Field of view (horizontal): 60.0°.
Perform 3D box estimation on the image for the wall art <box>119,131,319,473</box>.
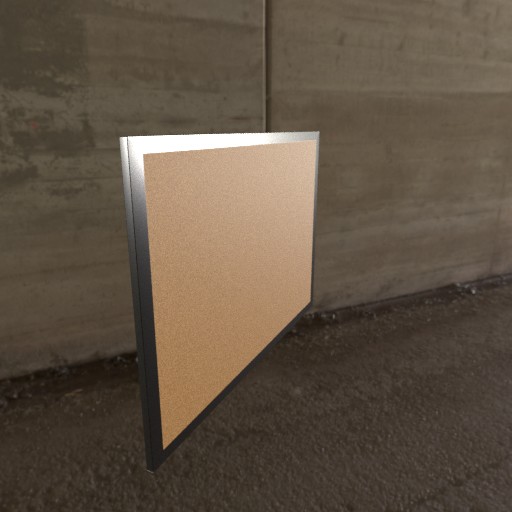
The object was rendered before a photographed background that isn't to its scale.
[{"bbox_3d":[0.000,0.000,1.031,0.015,0.552,0.819,8,18,25],"label":"wall art"}]
